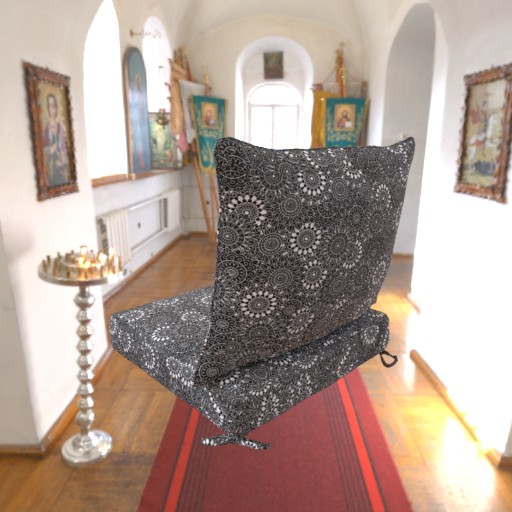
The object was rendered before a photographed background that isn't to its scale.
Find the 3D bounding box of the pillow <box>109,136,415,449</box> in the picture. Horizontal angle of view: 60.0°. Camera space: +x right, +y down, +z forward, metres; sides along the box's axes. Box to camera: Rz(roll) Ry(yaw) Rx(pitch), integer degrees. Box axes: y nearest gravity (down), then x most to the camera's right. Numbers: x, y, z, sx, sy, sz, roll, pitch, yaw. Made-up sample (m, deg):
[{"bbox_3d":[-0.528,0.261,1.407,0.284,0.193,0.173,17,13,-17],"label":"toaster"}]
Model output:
[{"bbox_3d":[0.000,0.000,1.373,0.798,0.722,0.740,-14,21,-42],"label":"pillow"}]
